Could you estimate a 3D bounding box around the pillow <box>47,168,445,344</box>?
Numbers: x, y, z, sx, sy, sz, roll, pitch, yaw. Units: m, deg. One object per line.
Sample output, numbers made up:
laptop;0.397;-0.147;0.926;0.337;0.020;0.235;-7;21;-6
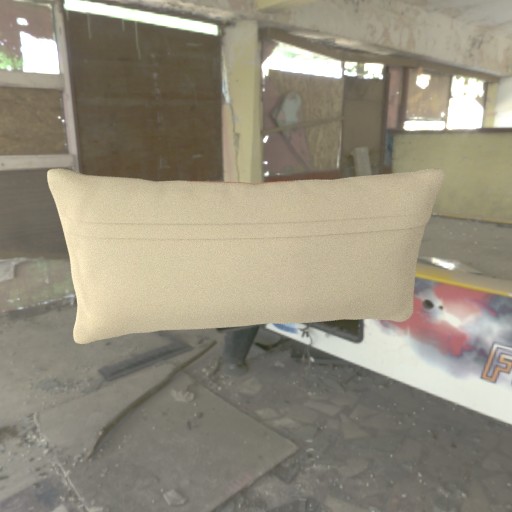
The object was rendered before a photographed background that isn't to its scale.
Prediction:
pillow;0.000;0.000;0.730;0.609;0.292;0.155;-2;15;-8
